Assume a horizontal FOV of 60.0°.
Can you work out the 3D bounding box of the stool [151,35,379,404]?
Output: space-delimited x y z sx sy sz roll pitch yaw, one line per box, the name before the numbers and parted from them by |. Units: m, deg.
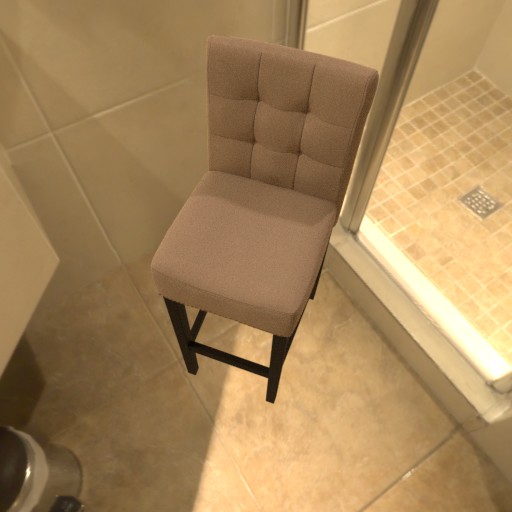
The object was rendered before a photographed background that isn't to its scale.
stool | 0.000 0.000 1.328 0.411 1.047 0.548 17 60 10
